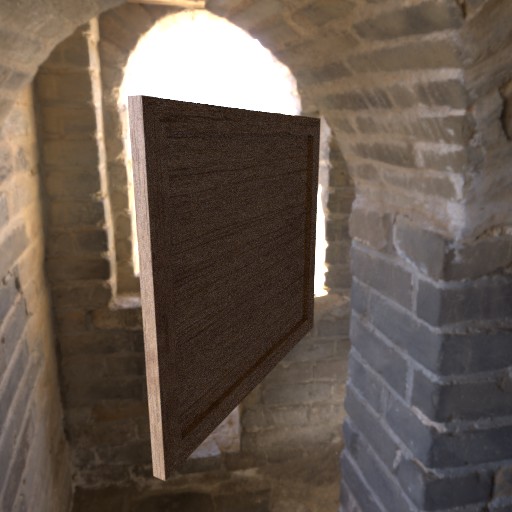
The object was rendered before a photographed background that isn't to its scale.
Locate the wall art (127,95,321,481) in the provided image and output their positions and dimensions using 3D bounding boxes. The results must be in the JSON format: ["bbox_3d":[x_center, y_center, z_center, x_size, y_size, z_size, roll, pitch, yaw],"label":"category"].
[{"bbox_3d":[0.000,0.000,0.943,0.026,0.588,0.690,7,16,26],"label":"wall art"}]
